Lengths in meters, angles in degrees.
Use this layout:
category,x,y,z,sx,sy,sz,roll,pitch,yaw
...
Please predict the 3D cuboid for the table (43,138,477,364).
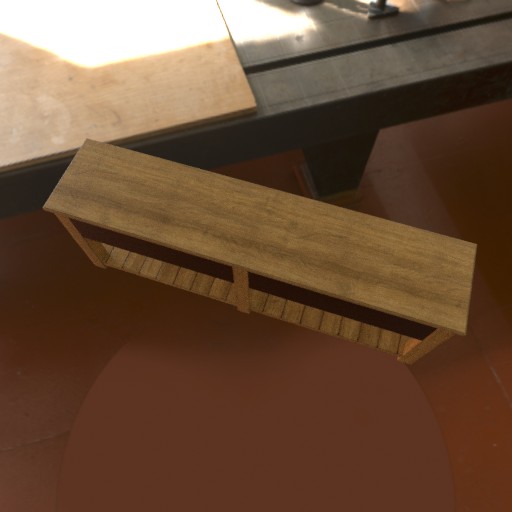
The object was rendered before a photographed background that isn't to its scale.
category,x,y,z,sx,sy,sz,roll,pitch,yaw
table,0.000,0.000,2.175,1.815,0.635,0.425,16,65,8
